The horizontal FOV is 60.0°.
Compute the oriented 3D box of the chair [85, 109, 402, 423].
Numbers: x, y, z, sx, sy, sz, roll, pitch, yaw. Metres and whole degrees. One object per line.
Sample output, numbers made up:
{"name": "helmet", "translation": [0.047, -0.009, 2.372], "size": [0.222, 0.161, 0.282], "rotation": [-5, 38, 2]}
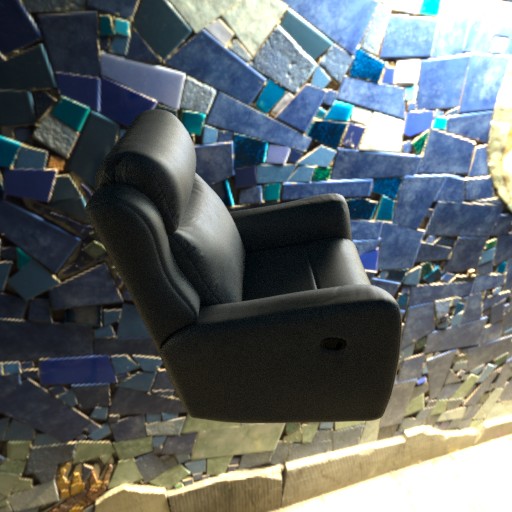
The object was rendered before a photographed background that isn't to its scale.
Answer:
{"name": "chair", "translation": [0.000, 0.000, 1.914], "size": [1.068, 1.116, 0.965], "rotation": [-1, 31, -2]}
